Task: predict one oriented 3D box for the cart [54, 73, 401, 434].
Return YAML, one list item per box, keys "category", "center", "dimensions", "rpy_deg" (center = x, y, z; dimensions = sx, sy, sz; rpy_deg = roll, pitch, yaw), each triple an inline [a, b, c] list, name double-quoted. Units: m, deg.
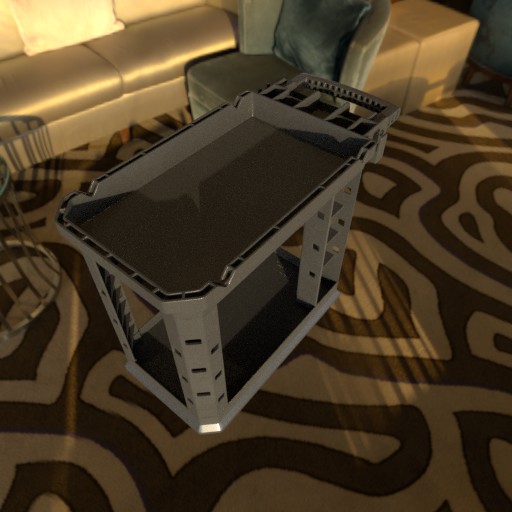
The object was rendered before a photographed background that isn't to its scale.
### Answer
- category: "cart"
  center: [0.000, 0.000, 1.576]
  dimensions: [0.497, 0.884, 1.061]
  rpy_deg: [31, 55, 25]
